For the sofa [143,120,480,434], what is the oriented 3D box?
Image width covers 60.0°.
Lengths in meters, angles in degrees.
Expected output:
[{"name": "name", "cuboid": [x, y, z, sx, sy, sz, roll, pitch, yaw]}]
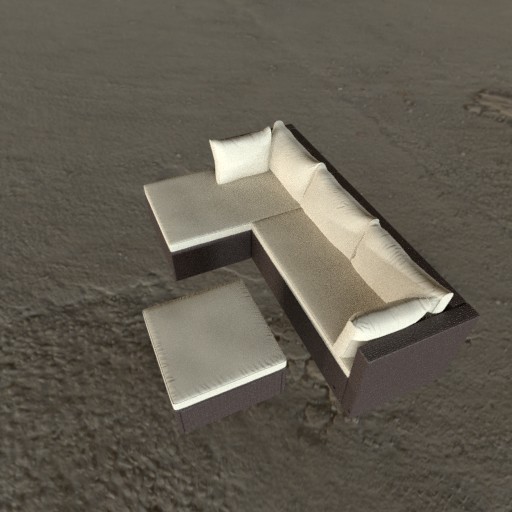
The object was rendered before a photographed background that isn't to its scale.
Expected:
[{"name": "sofa", "cuboid": [0.000, 0.000, 2.959, 1.612, 0.766, 2.192, -17, 48, -16]}]
